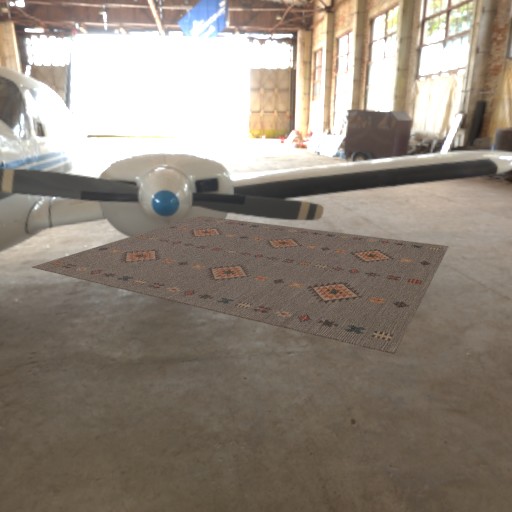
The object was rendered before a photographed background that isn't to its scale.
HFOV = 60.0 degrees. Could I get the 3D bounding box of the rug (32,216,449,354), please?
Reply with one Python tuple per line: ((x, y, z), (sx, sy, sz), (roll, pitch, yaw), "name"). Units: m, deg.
((0.000, 0.000, 4.090), (3.035, 0.008, 2.425), (9, 19, 28), "rug")
